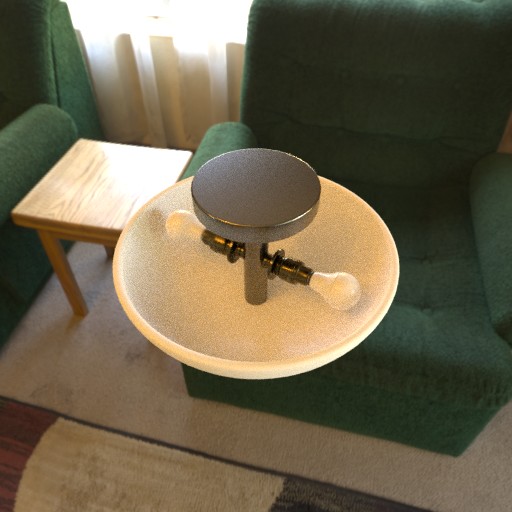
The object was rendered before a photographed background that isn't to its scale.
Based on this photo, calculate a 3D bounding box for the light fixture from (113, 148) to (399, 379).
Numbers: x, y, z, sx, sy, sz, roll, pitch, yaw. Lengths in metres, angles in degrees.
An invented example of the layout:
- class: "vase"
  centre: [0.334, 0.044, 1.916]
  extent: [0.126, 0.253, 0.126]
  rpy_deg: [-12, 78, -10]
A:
- class: "light fixture"
  centre: [0.000, 0.000, 0.534]
  extent: [0.330, 0.214, 0.330]
  rpy_deg: [0, 46, 0]
